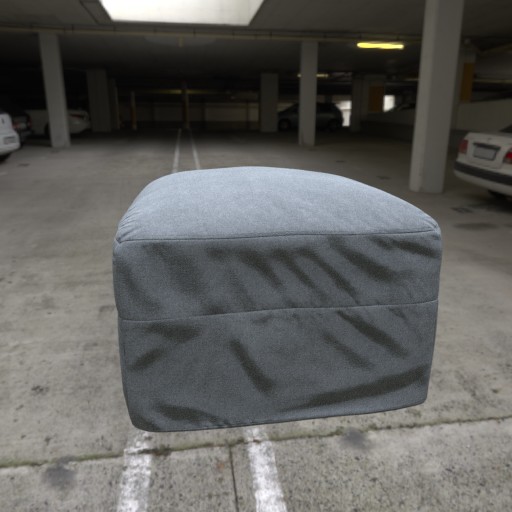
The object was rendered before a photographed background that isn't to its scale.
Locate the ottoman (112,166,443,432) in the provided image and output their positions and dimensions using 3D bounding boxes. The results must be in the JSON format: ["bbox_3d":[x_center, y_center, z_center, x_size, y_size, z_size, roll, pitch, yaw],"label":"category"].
[{"bbox_3d":[0.000,0.000,1.238,0.683,0.481,0.837,-2,16,-9],"label":"ottoman"}]
